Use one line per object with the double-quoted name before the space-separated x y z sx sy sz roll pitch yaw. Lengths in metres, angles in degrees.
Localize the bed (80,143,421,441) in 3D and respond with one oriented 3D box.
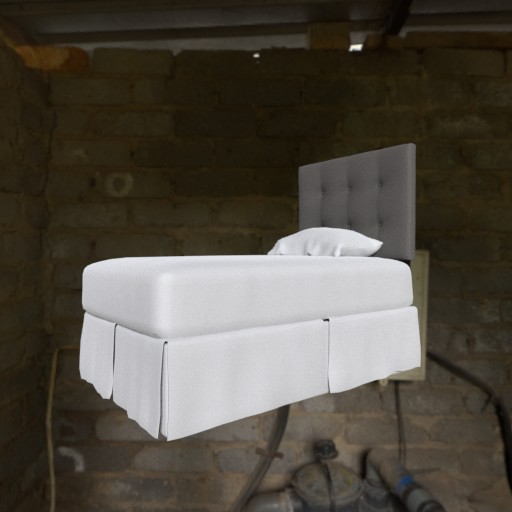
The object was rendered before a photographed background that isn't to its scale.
"bed" 0.000 0.000 2.958 1.997 1.571 1.261 -1 1 -38
